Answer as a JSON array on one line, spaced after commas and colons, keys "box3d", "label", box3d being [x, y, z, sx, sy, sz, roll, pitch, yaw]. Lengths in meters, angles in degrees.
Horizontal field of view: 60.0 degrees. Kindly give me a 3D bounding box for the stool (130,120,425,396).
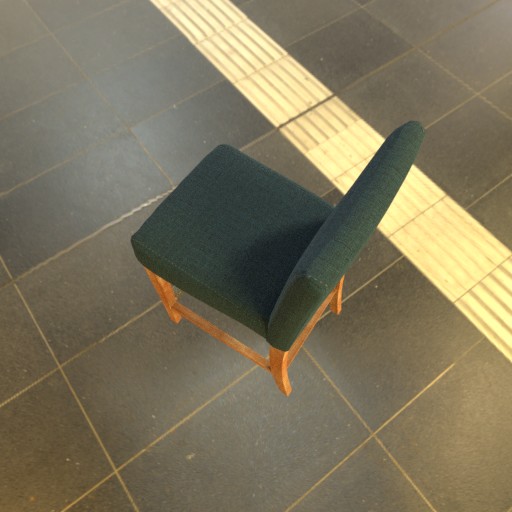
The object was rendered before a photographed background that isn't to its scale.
[{"box3d": [0.000, 0.000, 1.323, 0.567, 1.039, 0.454, 31, 67, 14], "label": "stool"}]
